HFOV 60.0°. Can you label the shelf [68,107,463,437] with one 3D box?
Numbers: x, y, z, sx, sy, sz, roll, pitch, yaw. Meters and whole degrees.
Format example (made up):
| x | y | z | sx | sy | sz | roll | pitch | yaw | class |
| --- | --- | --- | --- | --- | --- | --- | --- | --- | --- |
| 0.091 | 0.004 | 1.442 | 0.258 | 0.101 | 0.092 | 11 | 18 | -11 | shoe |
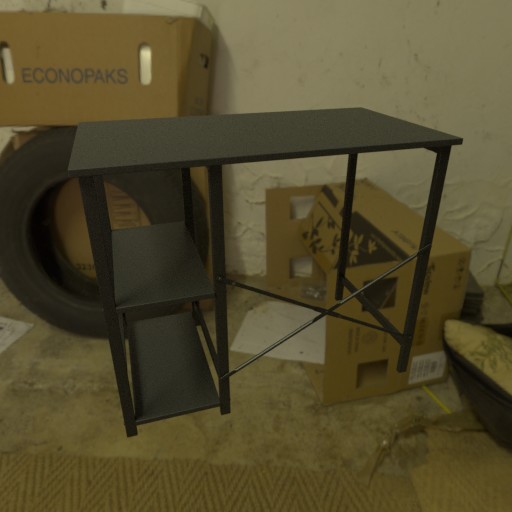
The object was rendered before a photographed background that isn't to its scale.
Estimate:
| x | y | z | sx | sy | sz | roll | pitch | yaw | class |
| --- | --- | --- | --- | --- | --- | --- | --- | --- | --- |
| 0.000 | 0.000 | 1.340 | 0.902 | 0.749 | 0.498 | -8 | 28 | -15 | shelf |
